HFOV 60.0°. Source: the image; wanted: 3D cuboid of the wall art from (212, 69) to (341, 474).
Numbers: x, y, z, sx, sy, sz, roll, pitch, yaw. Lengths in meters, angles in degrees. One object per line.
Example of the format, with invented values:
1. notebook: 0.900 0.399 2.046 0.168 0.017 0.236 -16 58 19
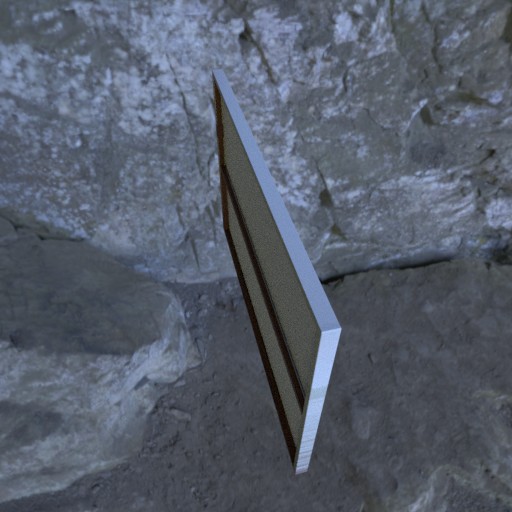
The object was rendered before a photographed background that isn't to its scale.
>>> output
1. wall art: 0.000 0.000 1.470 0.040 0.765 1.149 -10 47 -10
